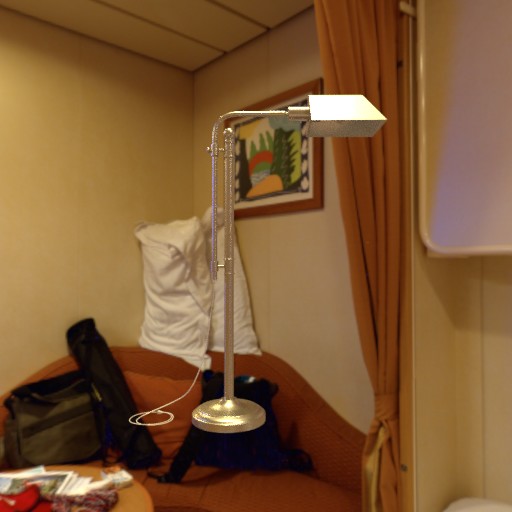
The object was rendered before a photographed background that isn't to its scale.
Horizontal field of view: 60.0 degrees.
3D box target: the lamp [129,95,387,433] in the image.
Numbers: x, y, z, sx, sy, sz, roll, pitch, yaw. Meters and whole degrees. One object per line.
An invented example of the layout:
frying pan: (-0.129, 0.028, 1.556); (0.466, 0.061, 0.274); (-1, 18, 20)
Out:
lamp: (0.000, 0.000, 0.968); (0.546, 0.708, 0.159); (0, -2, 1)
